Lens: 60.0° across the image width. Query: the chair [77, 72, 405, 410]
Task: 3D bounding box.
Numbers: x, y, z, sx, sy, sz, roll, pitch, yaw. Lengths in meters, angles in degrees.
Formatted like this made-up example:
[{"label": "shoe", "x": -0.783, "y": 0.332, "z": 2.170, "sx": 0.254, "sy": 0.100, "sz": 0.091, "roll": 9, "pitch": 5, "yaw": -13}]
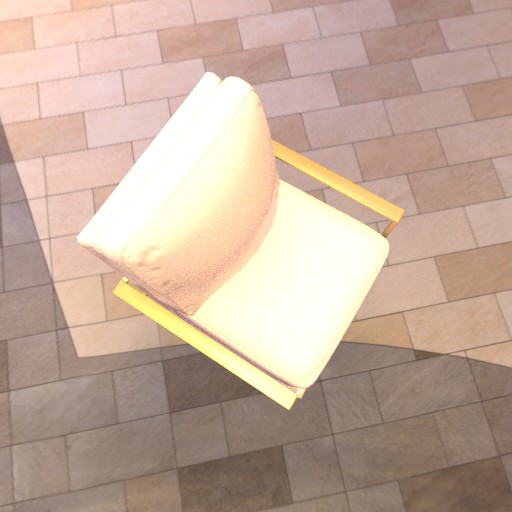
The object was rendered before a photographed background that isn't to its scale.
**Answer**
[{"label": "chair", "x": 0.000, "y": 0.000, "z": 1.571, "sx": 0.813, "sy": 0.956, "sz": 0.758, "roll": 32, "pitch": 76, "yaw": 9}]
